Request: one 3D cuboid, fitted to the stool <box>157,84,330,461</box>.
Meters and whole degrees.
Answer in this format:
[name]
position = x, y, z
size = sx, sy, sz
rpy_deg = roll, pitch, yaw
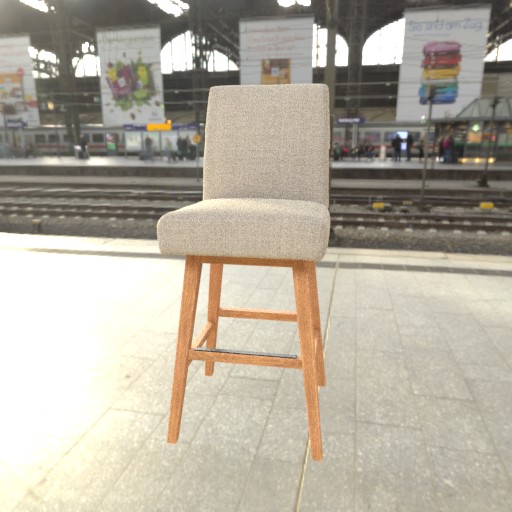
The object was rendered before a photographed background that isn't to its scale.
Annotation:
[stool]
position = 0.000, 0.000, 1.443
size = 0.483, 1.106, 0.569
rpy_deg = 2, 15, 10
